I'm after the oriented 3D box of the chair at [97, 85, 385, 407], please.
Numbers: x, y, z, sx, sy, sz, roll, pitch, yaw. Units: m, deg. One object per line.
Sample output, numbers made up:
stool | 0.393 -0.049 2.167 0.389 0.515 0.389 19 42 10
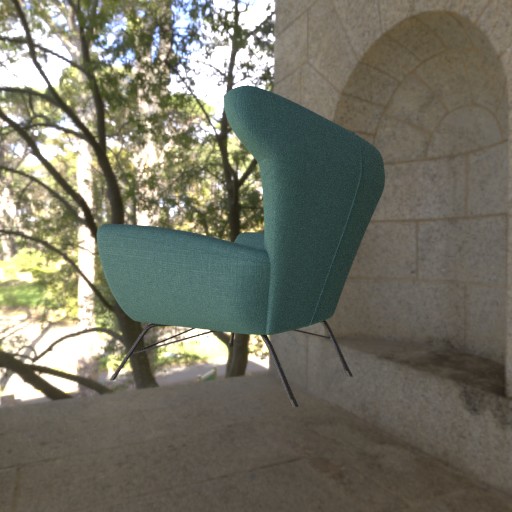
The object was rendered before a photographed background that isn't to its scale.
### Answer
chair | 0.000 0.000 1.802 0.900 0.980 1.050 0 1 35
